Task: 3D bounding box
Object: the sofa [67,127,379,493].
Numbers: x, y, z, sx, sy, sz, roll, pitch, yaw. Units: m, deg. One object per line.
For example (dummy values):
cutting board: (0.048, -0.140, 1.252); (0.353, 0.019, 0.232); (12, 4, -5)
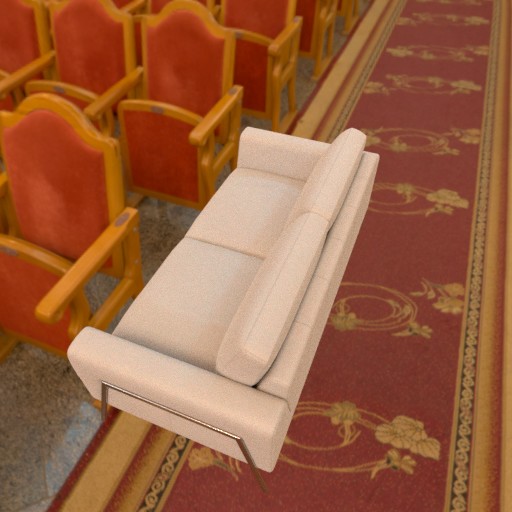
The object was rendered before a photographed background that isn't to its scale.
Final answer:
sofa: (0.000, 0.000, 2.511); (0.953, 0.875, 2.017); (16, 48, 15)
